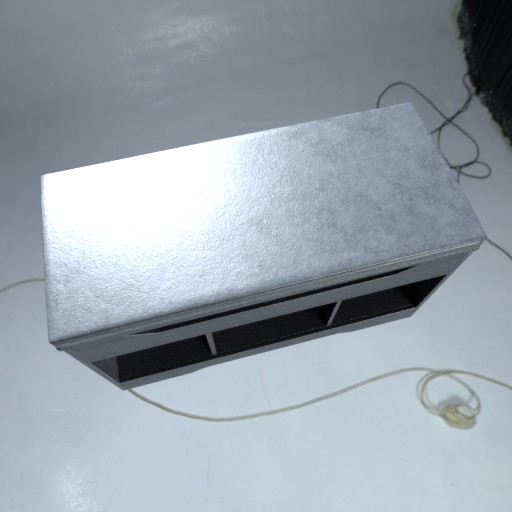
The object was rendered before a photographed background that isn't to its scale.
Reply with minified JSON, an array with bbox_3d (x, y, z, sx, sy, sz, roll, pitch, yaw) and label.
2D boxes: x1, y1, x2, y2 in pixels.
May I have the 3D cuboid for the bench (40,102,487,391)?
[{"bbox_3d":[0.000,0.000,1.179,0.905,0.501,0.401,-13,64,-6],"label":"bench"}]
